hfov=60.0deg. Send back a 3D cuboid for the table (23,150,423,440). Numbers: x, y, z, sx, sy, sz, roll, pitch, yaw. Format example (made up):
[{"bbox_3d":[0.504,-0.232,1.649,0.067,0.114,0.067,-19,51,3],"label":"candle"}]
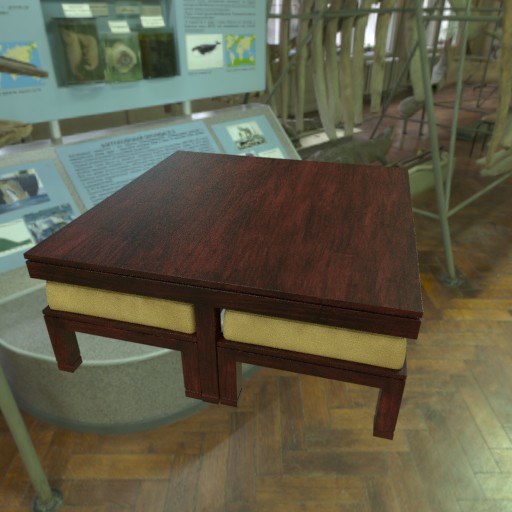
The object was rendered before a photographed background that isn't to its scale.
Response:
[{"bbox_3d":[0.000,0.000,1.361,0.865,0.356,0.865,7,30,13],"label":"table"}]
